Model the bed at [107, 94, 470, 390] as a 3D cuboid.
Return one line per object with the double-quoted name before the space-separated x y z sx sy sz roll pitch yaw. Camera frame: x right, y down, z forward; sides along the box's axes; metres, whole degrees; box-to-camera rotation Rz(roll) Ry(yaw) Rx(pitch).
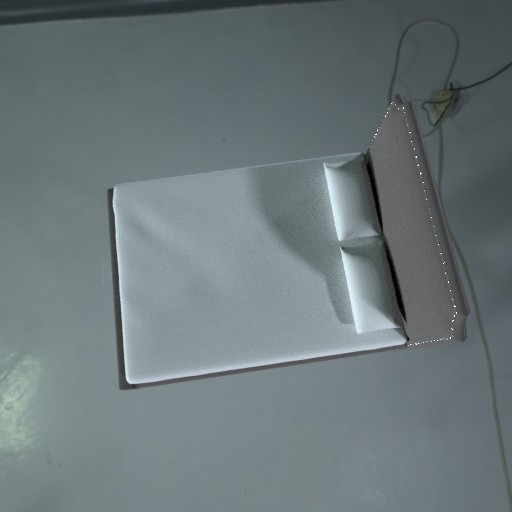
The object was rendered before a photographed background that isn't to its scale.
"bed" 0.000 0.000 3.393 2.372 1.443 1.713 -8 75 -2
